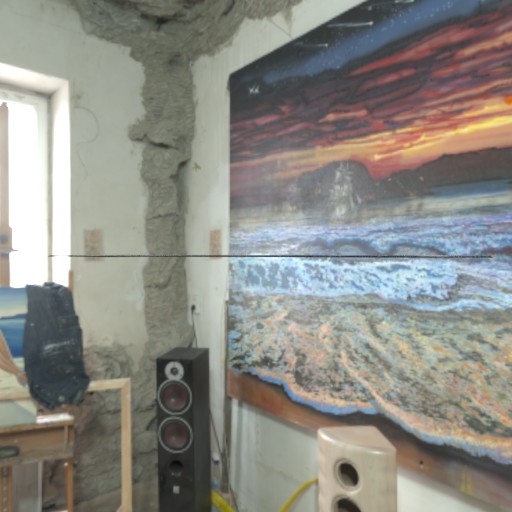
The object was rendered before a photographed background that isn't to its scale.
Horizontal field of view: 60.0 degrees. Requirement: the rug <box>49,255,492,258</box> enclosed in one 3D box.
[{"bbox_3d":[0.000,0.000,2.678,2.434,0.012,0.760,0,0,18],"label":"rug"}]
